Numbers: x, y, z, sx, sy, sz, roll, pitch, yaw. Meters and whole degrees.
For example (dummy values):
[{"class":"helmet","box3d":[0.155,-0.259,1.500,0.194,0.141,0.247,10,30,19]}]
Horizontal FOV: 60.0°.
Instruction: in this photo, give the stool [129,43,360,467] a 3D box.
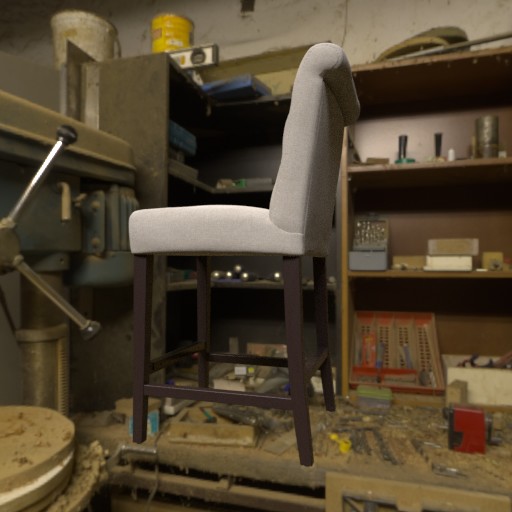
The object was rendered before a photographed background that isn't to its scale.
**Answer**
[{"class":"stool","box3d":[0.000,0.000,1.358,0.601,1.040,0.493,0,-1,18]}]
